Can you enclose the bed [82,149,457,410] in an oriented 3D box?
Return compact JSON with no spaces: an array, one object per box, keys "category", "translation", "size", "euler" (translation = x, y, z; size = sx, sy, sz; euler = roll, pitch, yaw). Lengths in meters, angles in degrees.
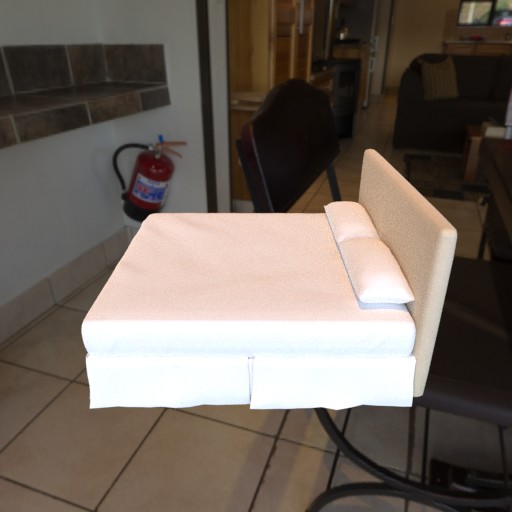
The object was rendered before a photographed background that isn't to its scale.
[{"category":"bed","translation":[0.000,0.000,3.646],"size":[2.319,1.317,2.119],"euler":[0,26,0]}]
